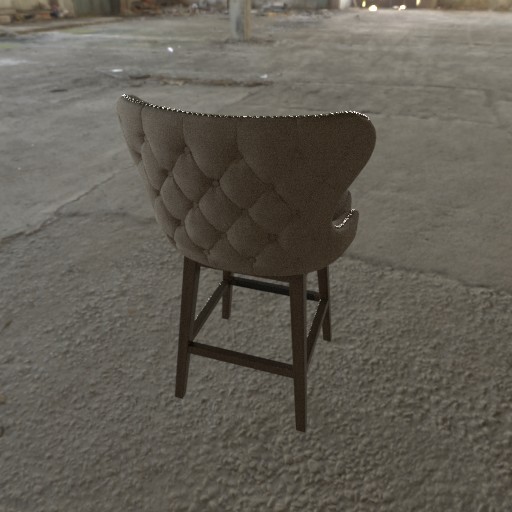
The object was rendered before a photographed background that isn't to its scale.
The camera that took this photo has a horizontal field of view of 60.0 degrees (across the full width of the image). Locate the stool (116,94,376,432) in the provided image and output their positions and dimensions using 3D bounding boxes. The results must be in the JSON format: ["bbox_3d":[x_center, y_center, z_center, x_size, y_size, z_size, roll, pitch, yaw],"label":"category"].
[{"bbox_3d":[0.000,0.000,1.335,0.615,0.972,0.597,10,33,15],"label":"stool"}]
